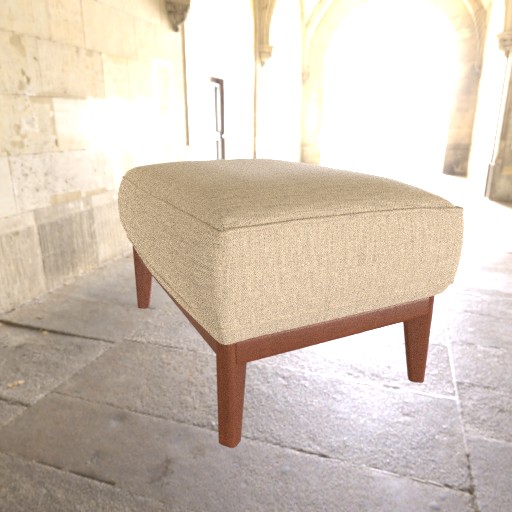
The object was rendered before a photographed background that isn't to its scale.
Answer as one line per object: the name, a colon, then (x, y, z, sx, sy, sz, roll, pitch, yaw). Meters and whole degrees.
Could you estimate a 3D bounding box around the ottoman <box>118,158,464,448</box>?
ottoman: (0.000, 0.000, 1.148, 0.594, 0.465, 0.794, -8, 19, -25)
